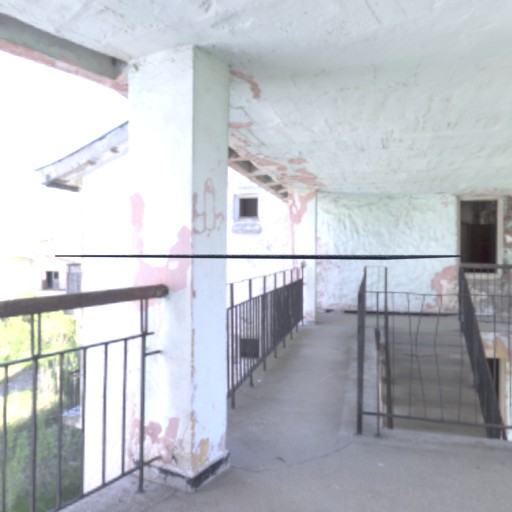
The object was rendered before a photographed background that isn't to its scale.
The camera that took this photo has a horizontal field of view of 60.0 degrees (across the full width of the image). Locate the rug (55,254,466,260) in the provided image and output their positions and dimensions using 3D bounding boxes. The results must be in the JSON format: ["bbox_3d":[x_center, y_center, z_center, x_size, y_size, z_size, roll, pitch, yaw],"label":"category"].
[{"bbox_3d":[0.000,0.000,2.944,2.290,0.014,1.526,0,0,36],"label":"rug"}]
